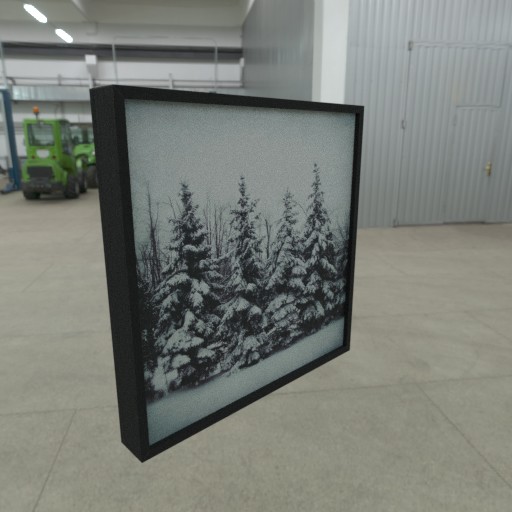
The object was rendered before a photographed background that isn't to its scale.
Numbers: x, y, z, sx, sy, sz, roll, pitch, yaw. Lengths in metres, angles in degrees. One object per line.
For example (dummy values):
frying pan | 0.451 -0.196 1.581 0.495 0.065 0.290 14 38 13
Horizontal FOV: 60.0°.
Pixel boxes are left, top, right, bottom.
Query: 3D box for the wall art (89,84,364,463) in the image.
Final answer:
wall art | 0.000 0.000 0.456 0.305 0.305 0.037 -14 20 -42
